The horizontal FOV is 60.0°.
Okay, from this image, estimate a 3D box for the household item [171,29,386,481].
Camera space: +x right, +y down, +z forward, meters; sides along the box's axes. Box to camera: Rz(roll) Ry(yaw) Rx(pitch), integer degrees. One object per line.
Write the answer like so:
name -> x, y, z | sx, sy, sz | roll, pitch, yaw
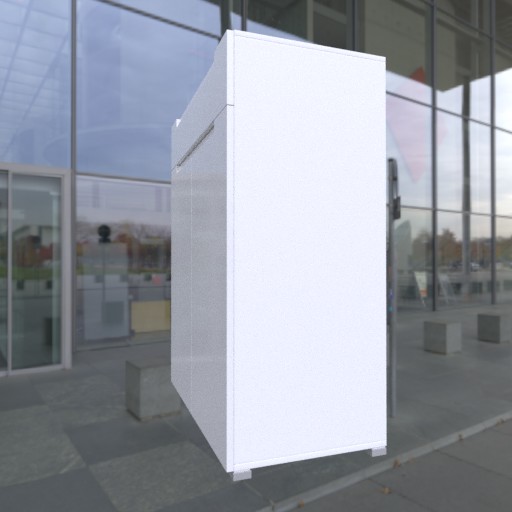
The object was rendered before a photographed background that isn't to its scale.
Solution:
household item -> 0.000, 0.000, 1.428 | 0.420, 1.010, 0.790 | 0, -1, -20
